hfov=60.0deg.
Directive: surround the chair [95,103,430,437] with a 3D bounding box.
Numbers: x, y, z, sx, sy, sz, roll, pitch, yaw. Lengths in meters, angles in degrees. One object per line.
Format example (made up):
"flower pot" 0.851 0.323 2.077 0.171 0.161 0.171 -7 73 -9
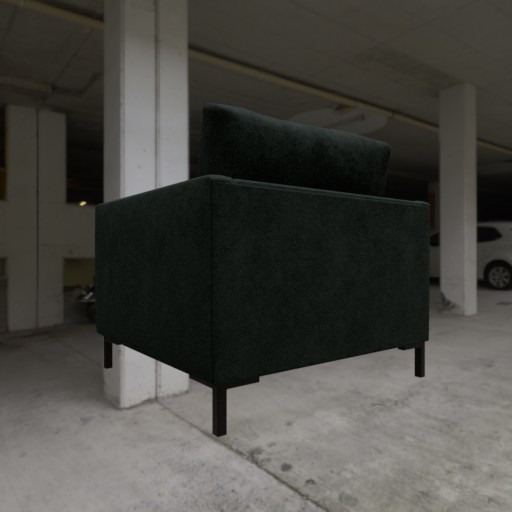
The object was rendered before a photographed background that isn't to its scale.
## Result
"chair" 0.000 0.000 1.650 0.963 0.861 0.866 0 0 -37
